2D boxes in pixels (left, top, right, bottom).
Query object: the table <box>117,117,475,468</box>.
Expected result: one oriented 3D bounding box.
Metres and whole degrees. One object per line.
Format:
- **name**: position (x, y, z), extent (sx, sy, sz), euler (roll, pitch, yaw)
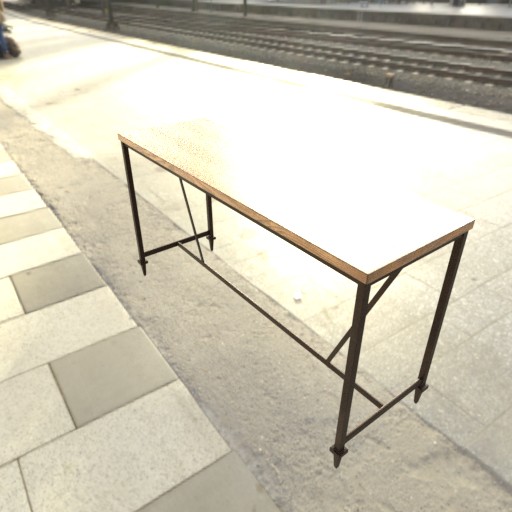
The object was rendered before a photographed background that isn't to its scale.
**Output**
- **table**: position (0.000, 0.000, 2.144), extent (0.551, 0.902, 1.700), euler (-22, 38, -31)
